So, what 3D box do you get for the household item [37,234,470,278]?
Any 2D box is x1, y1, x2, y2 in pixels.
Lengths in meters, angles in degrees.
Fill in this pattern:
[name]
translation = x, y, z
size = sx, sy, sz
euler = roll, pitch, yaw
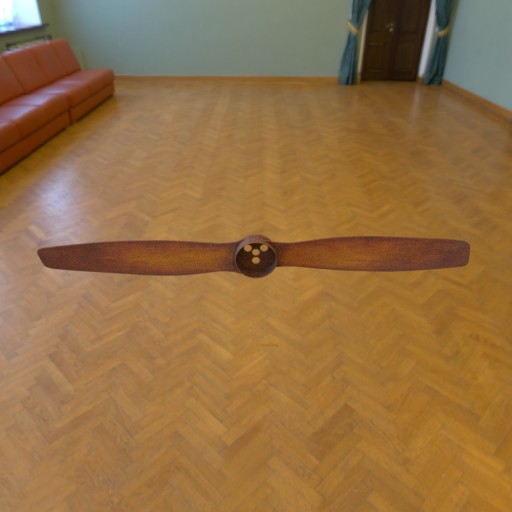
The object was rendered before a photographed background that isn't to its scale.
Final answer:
[household item]
translation = 0.000, 0.000, 1.218
size = 1.181, 0.121, 0.051
euler = 0, 31, -1
